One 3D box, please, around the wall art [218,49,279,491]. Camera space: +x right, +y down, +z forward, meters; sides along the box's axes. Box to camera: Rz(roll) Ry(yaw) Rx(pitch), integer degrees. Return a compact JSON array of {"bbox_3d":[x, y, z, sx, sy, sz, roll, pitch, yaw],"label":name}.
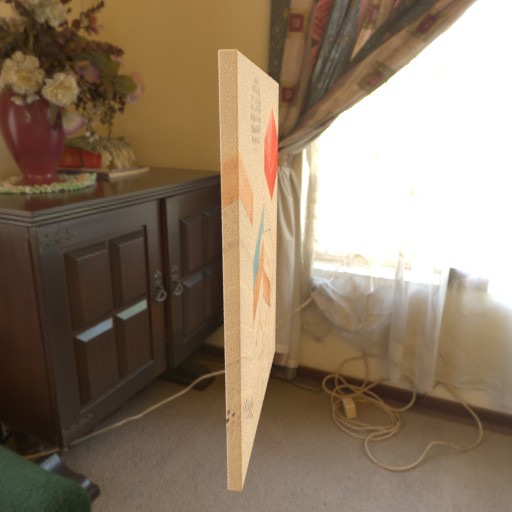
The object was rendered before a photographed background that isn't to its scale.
[{"bbox_3d":[0.000,0.000,1.097,0.036,0.848,0.613,3,17,8],"label":"wall art"}]
